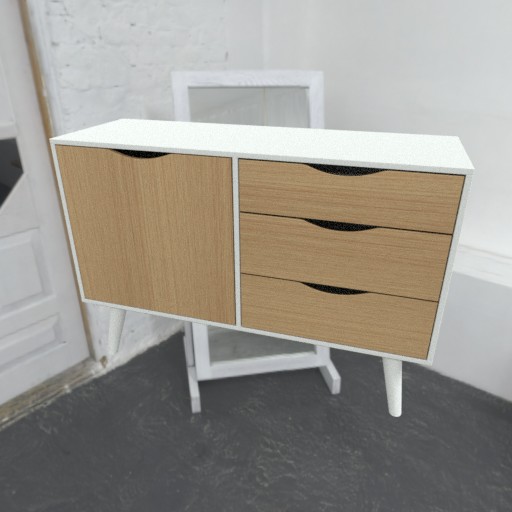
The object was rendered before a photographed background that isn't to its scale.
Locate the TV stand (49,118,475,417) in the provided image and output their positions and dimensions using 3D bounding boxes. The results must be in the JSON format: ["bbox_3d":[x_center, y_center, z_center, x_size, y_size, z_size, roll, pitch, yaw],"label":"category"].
[{"bbox_3d":[0.000,0.000,1.544,1.193,0.812,0.406,8,27,15],"label":"TV stand"}]
